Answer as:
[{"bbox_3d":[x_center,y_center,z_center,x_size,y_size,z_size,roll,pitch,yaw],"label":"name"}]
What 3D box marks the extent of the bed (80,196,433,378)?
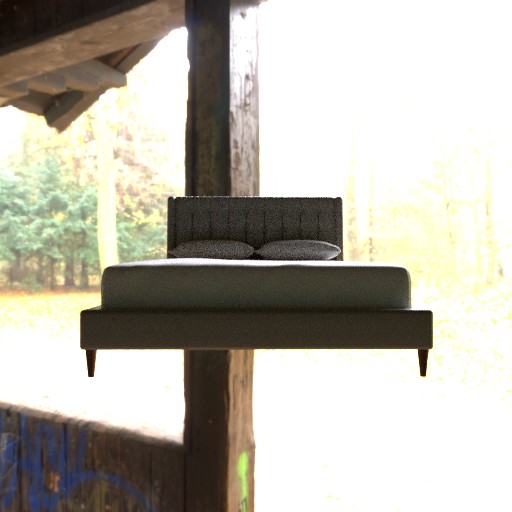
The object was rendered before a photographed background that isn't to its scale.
[{"bbox_3d":[0.000,0.000,3.162,1.656,1.147,2.232,0,0,0],"label":"bed"}]
